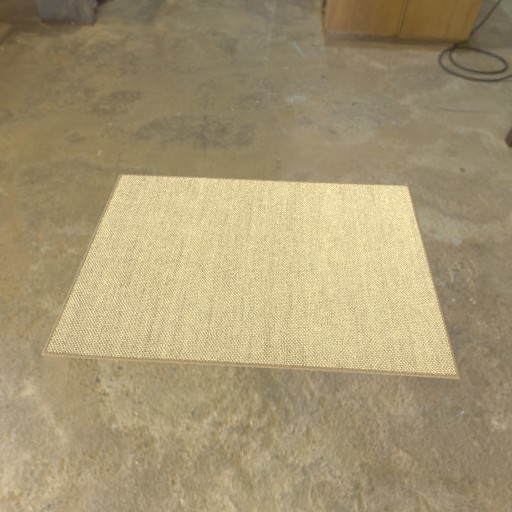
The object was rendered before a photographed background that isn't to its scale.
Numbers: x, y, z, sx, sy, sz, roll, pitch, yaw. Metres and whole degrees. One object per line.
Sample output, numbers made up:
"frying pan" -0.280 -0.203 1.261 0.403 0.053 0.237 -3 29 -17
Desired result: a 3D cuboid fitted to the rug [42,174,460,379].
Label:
"rug" 0.000 0.000 2.730 2.115 0.013 1.517 3 48 2
